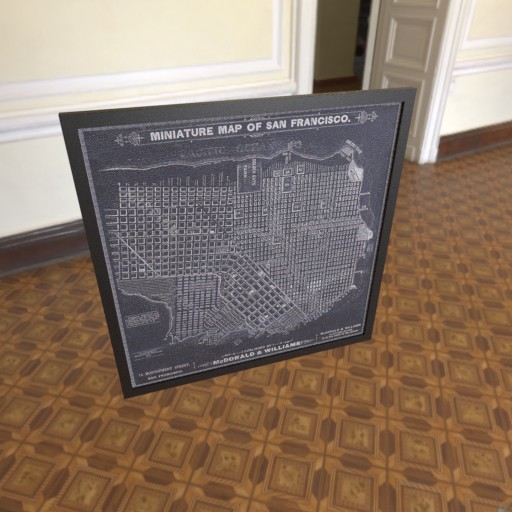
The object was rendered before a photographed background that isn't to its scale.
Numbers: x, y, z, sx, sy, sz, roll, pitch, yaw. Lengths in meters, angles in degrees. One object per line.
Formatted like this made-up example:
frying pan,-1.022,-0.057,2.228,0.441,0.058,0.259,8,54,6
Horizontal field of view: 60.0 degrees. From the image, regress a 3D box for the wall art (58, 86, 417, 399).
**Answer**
wall art,0.000,0.000,1.181,0.807,0.807,0.022,-10,33,-15
